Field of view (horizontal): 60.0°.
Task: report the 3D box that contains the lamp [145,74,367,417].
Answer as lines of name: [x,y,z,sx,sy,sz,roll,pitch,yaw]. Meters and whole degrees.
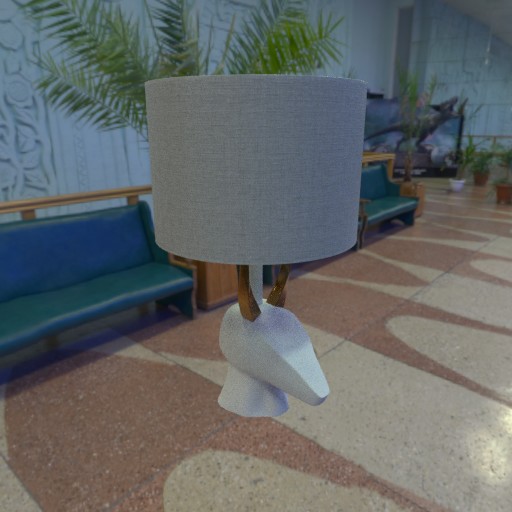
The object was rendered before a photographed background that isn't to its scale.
lamp: [0.000,0.000,0.682,0.298,0.503,0.298,16,23,42]
